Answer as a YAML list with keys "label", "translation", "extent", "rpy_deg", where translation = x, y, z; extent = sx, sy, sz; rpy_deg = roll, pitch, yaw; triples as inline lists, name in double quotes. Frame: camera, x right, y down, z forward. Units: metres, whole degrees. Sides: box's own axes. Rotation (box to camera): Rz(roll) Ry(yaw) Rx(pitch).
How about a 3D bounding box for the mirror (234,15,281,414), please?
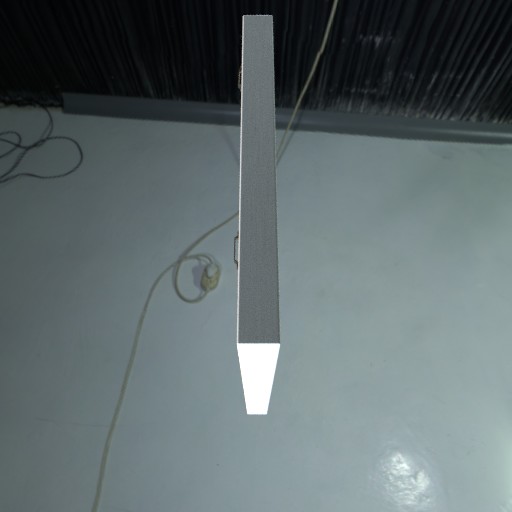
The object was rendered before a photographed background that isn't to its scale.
- label: "mirror"
  translation: [0.000, 0.000, 0.680]
  extent: [0.041, 0.509, 0.406]
  rpy_deg: [0, 64, 0]
